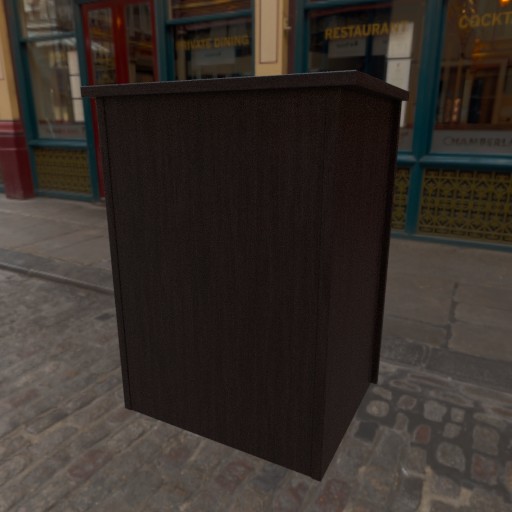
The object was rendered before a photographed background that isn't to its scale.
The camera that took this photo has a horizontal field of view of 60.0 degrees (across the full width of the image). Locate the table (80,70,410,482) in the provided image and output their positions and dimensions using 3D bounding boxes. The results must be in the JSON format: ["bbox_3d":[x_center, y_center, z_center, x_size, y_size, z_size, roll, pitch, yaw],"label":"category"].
[{"bbox_3d":[0.000,0.000,0.900,0.480,0.635,0.381,8,18,27],"label":"table"}]
